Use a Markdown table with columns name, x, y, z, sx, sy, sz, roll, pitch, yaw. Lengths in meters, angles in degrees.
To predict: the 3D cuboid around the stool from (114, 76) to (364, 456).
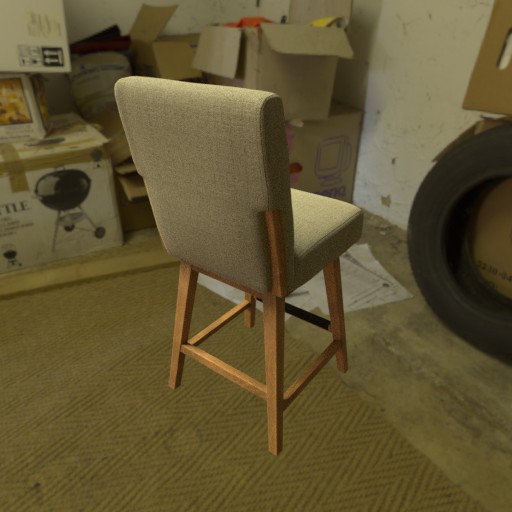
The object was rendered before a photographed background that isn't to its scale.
| name | x | y | z | sx | sy | sz | roll | pitch | yaw |
| --- | --- | --- | --- | --- | --- | --- | --- | --- | --- |
| stool | 0.000 | 0.000 | 1.310 | 0.459 | 1.010 | 0.526 | 20 | 35 | 32 |
